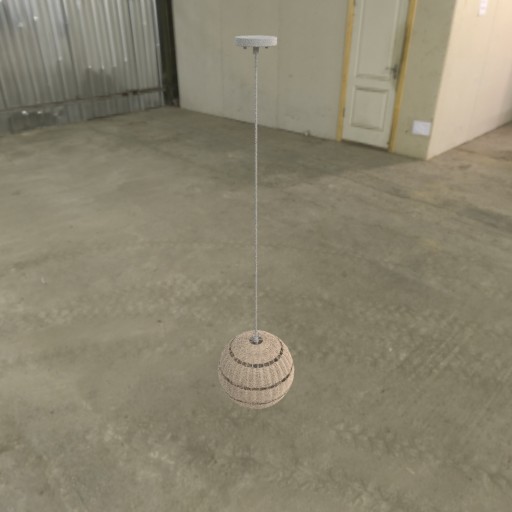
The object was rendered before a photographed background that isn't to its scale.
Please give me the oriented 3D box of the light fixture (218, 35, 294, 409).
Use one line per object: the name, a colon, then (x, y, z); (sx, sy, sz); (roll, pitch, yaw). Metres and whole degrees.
light fixture: (0.000, 0.000, 2.275); (0.457, 2.019, 0.457); (-8, 31, -14)
